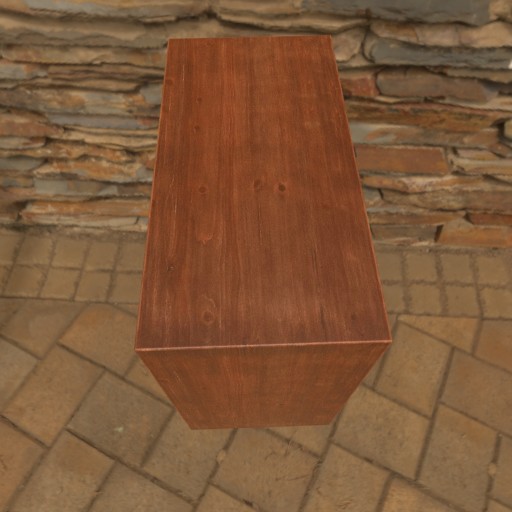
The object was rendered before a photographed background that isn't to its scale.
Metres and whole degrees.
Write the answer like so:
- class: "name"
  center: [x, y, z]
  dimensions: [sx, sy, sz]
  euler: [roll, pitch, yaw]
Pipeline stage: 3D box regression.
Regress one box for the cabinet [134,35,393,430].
- class: "cabinet"
  center: [0.000, 0.000, 1.228]
  dimensions: [0.412, 0.785, 0.796]
  euler: [-2, 59, -1]
